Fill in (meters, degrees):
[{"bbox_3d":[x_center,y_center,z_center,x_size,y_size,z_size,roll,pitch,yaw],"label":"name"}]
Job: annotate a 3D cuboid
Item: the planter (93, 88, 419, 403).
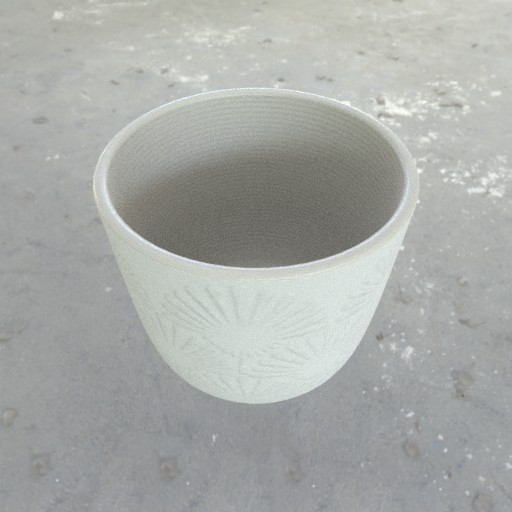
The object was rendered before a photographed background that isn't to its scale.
[{"bbox_3d":[0.000,0.000,0.211,0.124,0.109,0.124,0,46,0],"label":"planter"}]
